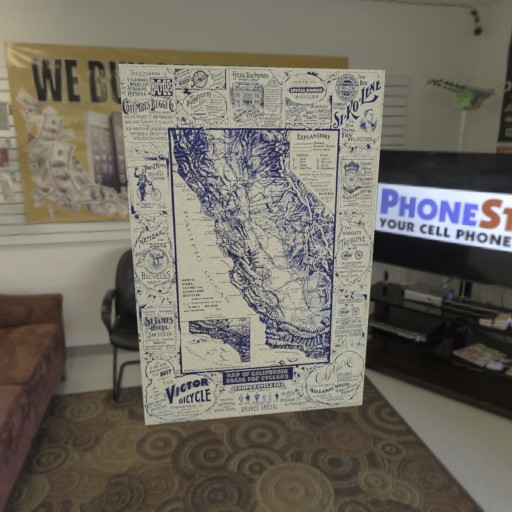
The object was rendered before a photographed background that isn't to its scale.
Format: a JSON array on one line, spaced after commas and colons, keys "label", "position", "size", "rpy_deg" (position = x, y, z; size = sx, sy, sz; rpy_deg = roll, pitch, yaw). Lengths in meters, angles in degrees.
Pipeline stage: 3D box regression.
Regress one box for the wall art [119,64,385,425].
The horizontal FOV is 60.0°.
[{"label": "wall art", "position": [0.000, 0.000, 0.765], "size": [0.408, 0.601, 0.040], "rpy_deg": [-2, 15, -8]}]
